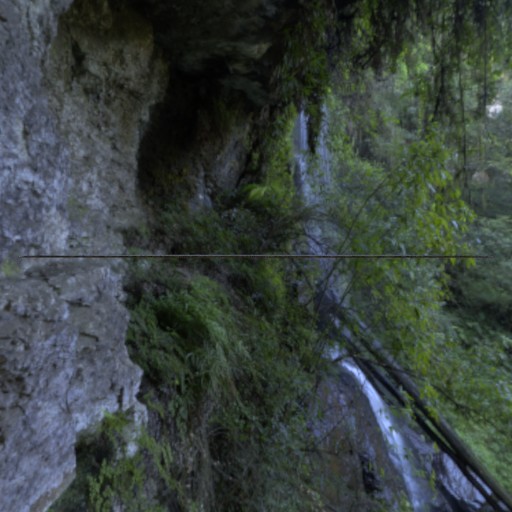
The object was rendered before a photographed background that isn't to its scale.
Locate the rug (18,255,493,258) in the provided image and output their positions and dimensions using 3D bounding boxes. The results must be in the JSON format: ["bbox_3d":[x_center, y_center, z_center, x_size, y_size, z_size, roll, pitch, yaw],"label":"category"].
[{"bbox_3d":[0.000,0.000,2.489,2.029,0.010,1.237,0,0,2],"label":"rug"}]
